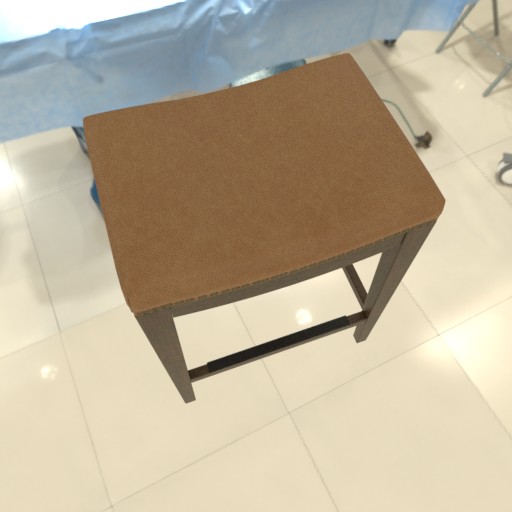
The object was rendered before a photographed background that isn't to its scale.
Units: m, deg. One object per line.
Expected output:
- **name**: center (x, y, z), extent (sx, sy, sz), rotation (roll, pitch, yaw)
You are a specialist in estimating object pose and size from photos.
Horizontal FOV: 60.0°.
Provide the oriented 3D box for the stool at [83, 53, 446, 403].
- **stool**: center (0.000, 0.000, 0.944), extent (0.500, 0.660, 0.361), rotation (-17, 64, -9)
